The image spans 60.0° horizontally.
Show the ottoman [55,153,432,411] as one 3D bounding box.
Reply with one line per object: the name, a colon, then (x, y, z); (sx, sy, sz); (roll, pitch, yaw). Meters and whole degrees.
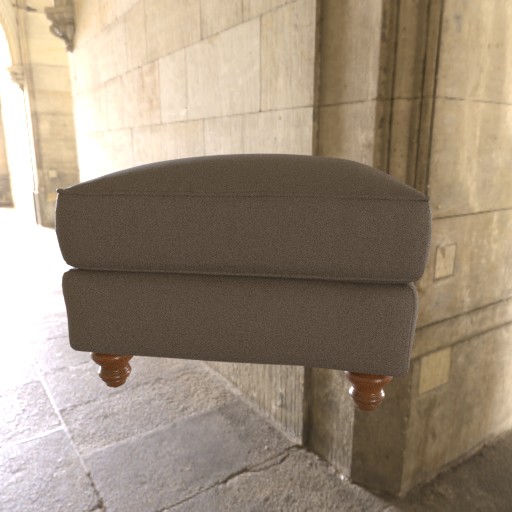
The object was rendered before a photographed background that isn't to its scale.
ottoman: (0.000, 0.000, 1.122); (0.721, 0.505, 0.662); (2, 14, 9)
